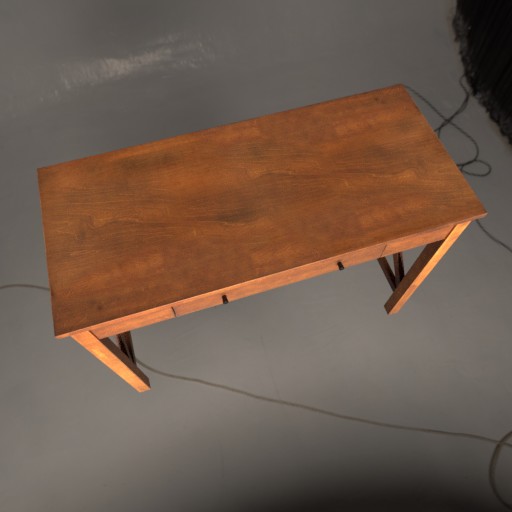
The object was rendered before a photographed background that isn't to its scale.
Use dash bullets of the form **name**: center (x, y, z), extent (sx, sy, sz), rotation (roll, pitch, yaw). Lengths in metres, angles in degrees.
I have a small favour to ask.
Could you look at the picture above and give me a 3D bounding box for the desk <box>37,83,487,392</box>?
- **desk**: center (0.000, 0.000, 1.533), extent (1.117, 0.762, 0.508), rotation (-16, 64, -8)
